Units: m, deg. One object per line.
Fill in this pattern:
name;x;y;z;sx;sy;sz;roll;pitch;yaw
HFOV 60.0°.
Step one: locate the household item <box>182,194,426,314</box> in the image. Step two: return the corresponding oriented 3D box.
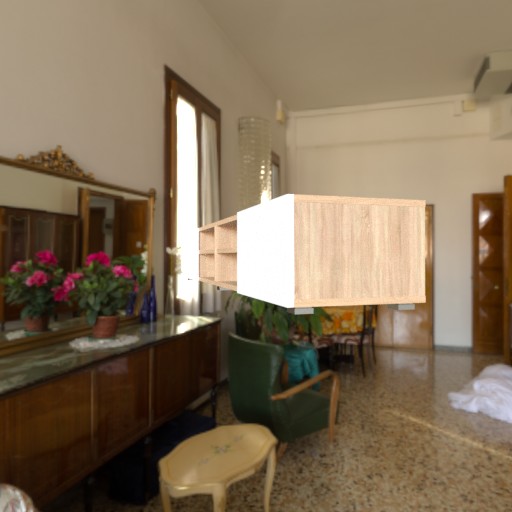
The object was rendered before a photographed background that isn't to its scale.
household item;0.000;0.000;2.070;0.420;0.310;1.850;0;0;-18
